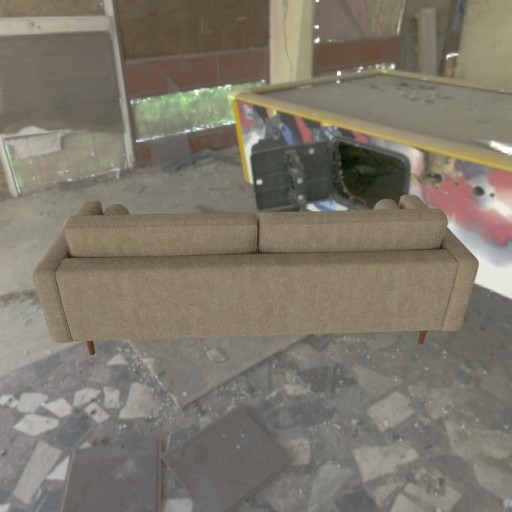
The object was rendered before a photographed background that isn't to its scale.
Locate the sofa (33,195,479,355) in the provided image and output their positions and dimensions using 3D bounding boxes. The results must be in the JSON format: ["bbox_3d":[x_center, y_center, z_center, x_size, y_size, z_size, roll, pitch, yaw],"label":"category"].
[{"bbox_3d":[0.000,0.000,2.627,2.200,0.770,0.919,-1,30,-2],"label":"sofa"}]
